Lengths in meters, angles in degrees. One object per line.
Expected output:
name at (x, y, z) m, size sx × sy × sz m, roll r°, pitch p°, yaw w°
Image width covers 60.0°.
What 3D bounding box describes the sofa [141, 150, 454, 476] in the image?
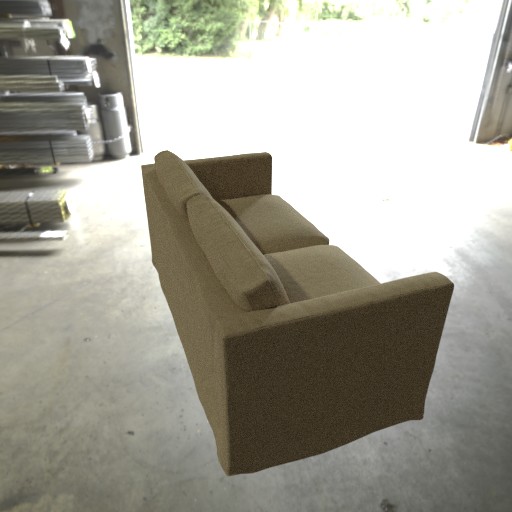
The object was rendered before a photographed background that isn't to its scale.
sofa at (0.000, 0.000, 2.456) m, size 0.962 × 0.835 × 1.959 m, roll -10°, pitch 30°, yaw -18°
